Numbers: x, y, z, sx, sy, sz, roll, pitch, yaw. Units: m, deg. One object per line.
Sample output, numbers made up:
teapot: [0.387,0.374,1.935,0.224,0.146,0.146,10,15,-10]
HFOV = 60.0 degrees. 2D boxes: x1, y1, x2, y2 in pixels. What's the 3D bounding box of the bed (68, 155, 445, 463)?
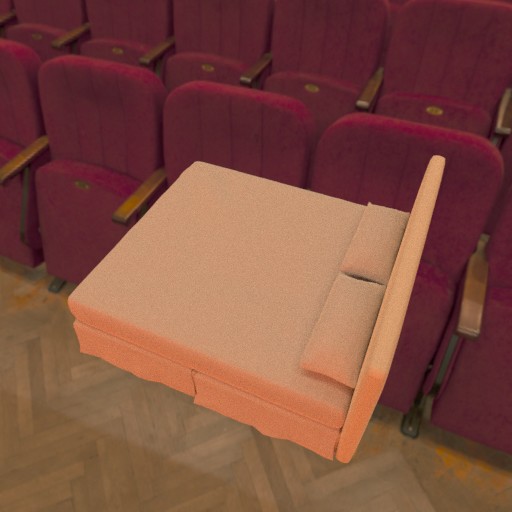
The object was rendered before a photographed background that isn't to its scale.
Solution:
bed: [0.000,0.000,3.563,2.341,1.317,2.119,18,49,16]
